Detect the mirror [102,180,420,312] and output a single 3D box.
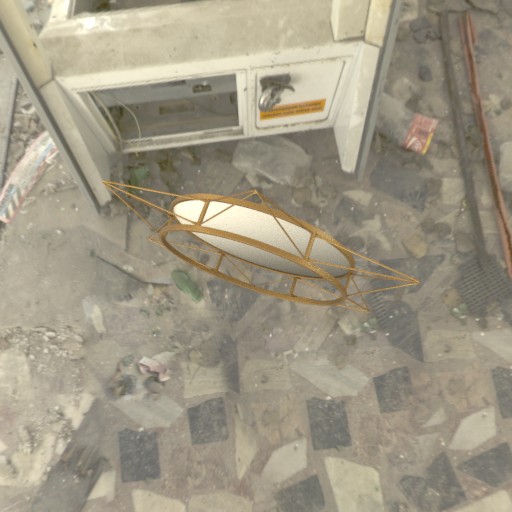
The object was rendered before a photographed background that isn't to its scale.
[{"bbox_3d":[0.000,0.000,0.799,0.498,0.581,0.062,18,76,5],"label":"mirror"}]
